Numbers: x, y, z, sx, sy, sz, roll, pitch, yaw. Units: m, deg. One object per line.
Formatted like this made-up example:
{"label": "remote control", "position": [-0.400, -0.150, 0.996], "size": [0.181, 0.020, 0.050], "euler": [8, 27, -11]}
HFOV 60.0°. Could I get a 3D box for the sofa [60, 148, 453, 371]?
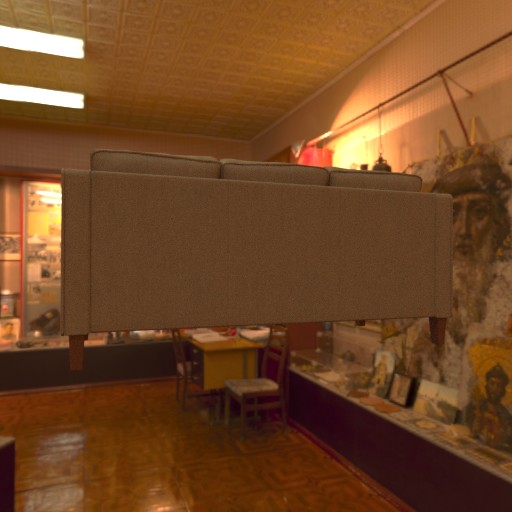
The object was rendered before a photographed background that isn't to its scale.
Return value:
{"label": "sofa", "position": [0.000, 0.000, 2.537], "size": [1.986, 0.974, 0.911], "euler": [0, -1, -19]}
